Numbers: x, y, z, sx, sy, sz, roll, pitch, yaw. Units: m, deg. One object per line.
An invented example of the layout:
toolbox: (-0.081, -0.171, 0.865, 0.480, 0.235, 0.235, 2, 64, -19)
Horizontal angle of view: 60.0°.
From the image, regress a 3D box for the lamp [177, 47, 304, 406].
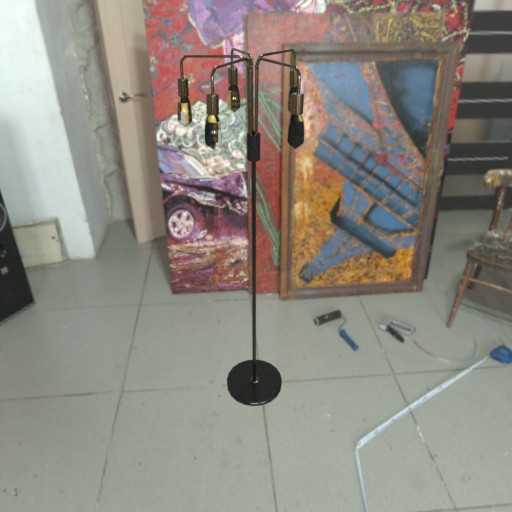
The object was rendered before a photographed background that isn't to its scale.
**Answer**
lamp: (0.000, 0.000, 2.067, 0.572, 1.721, 0.599, -20, 37, -29)
